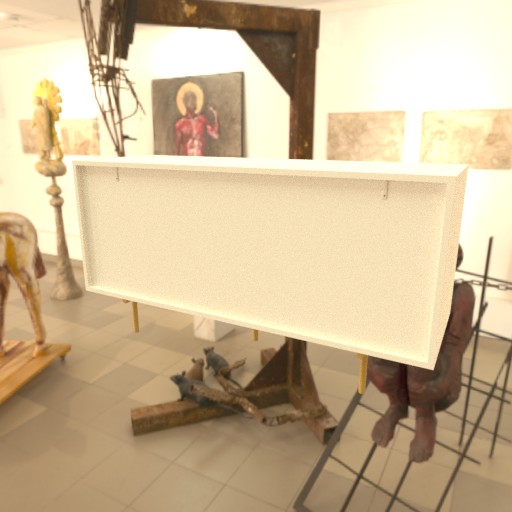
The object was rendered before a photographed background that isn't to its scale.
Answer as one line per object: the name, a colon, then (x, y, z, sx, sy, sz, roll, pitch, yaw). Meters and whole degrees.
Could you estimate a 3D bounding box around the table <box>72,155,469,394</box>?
table: (0.000, 0.000, 1.855, 1.500, 0.769, 0.508, 8, 18, 27)
